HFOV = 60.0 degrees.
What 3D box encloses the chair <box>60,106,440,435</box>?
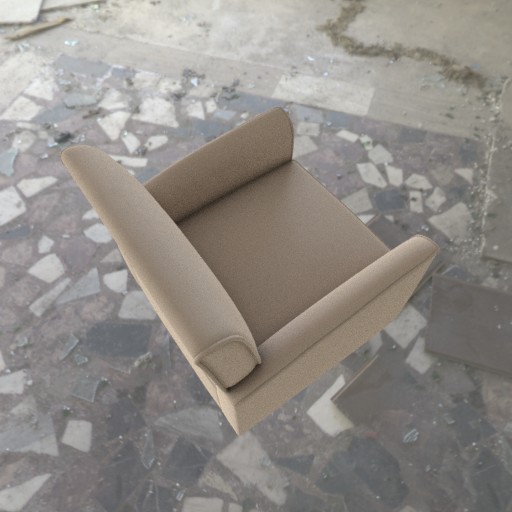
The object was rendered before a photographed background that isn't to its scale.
[{"bbox_3d":[0.000,0.000,1.541,0.820,0.915,0.820,-31,62,-18],"label":"chair"}]
